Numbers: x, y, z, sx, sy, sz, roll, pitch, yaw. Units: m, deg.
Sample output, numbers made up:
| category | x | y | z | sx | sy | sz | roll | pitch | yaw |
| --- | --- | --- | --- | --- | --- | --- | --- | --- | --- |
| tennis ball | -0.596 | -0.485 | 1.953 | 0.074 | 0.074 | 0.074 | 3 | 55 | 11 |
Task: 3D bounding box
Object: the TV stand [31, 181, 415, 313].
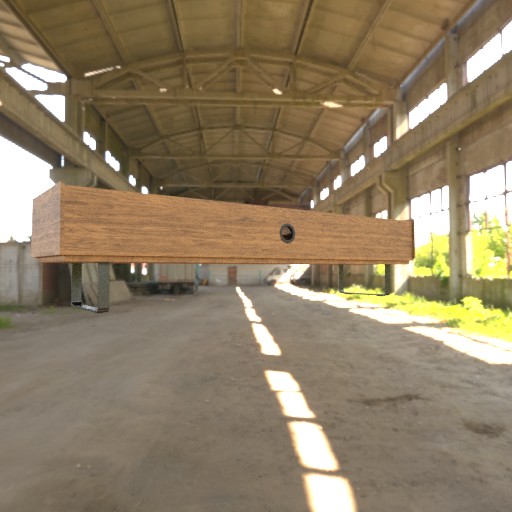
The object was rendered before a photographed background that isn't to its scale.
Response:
| category | x | y | z | sx | sy | sz | roll | pitch | yaw |
| --- | --- | --- | --- | --- | --- | --- | --- | --- | --- |
| TV stand | 0.000 | 0.000 | 2.043 | 1.796 | 0.415 | 0.467 | 1 | -2 | -37 |
